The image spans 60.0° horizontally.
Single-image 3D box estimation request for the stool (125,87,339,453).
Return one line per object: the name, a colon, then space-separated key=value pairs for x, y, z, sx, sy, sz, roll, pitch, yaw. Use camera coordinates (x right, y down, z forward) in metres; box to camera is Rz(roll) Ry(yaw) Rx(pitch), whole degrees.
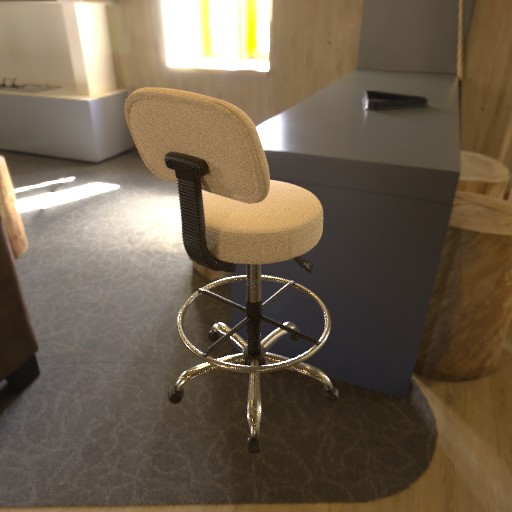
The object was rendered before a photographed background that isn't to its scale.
stool: x=0.000 y=0.000 z=1.415 sx=0.609 sy=1.080 sz=0.616 roll=20 pitch=35 yaw=31
